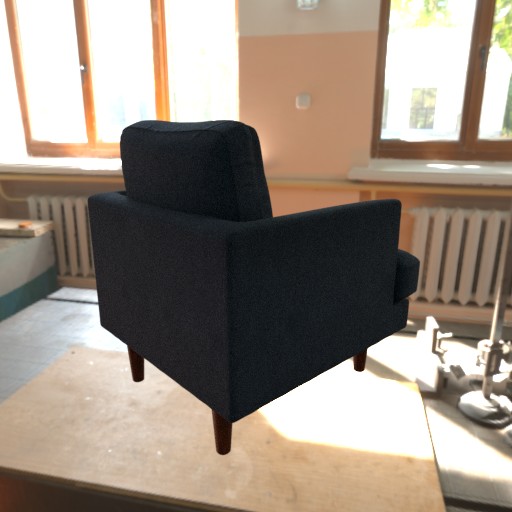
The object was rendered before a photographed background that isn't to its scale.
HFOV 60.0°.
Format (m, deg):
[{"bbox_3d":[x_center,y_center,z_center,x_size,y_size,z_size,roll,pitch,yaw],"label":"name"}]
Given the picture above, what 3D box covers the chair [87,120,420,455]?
[{"bbox_3d":[0.000,0.000,1.637,0.899,0.957,0.858,-14,21,-40],"label":"chair"}]
